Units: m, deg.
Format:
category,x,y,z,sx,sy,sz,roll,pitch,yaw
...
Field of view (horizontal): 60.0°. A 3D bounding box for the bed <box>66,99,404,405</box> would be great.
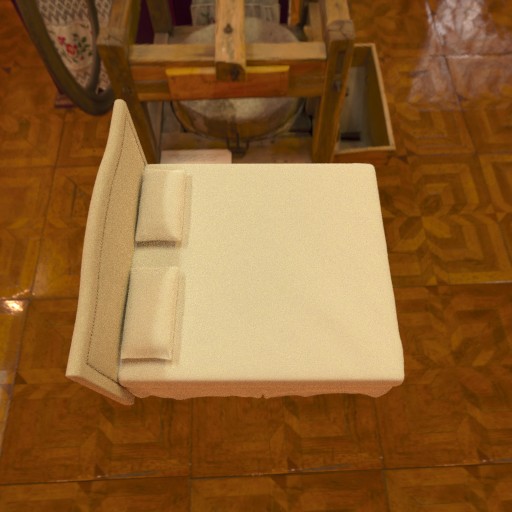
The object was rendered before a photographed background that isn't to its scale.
category,x,y,z,sx,sy,sz,roll,pitch,yaw
bed,0.000,0.000,3.487,2.182,1.421,2.083,0,64,0
